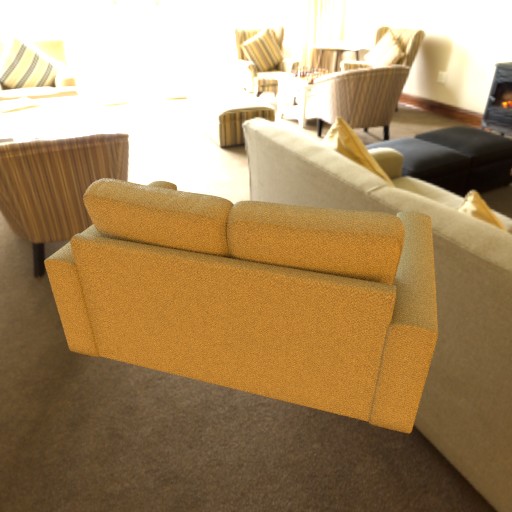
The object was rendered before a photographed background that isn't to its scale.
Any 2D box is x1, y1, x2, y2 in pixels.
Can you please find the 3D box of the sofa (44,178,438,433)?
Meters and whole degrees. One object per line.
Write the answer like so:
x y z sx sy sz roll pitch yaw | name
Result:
0.000 0.000 2.178 1.616 0.873 1.016 9 32 15 | sofa
